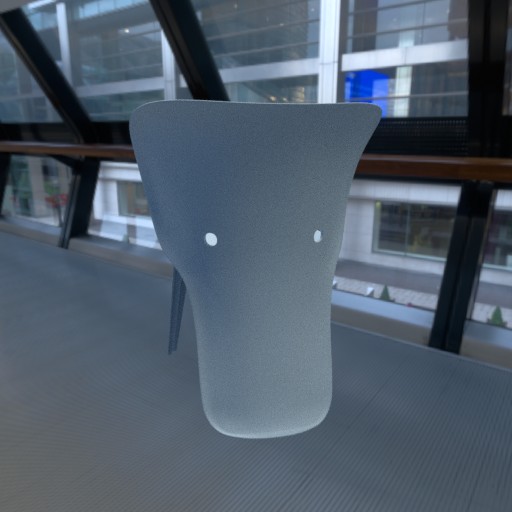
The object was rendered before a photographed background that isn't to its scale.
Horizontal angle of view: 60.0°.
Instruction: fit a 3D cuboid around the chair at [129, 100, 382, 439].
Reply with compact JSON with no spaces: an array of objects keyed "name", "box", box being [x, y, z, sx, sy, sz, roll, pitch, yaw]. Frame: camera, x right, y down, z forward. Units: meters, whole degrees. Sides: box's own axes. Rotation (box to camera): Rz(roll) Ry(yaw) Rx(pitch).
[{"name":"chair","box":[0.000,0.000,0.878,0.451,0.554,0.402,-2,14,-9]}]
